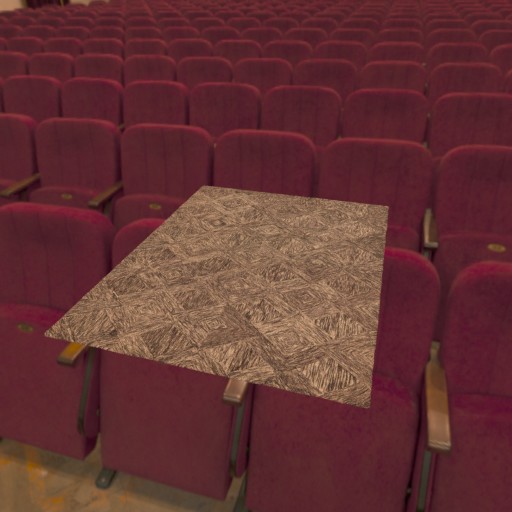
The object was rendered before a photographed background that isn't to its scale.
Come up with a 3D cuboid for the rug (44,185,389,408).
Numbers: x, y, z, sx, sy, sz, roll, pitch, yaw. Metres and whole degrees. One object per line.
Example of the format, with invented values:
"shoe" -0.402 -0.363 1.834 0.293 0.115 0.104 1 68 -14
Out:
"rug" 0.000 0.000 4.399 2.448 0.017 3.204 9 32 14
